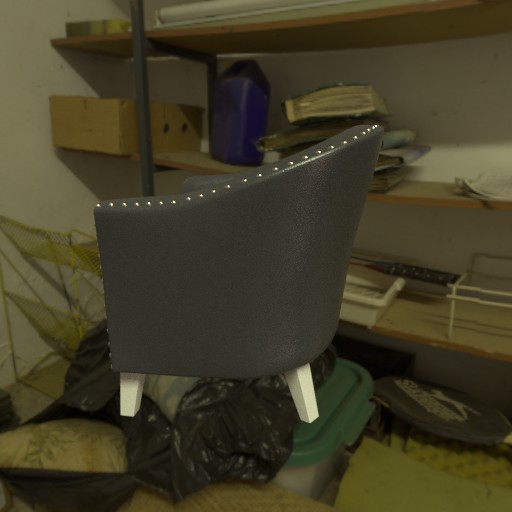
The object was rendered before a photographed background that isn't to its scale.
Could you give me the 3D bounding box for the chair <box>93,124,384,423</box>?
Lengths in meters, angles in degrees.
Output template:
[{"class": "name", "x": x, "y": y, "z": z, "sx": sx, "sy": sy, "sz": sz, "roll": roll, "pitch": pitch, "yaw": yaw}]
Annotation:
[{"class": "chair", "x": 0.000, "y": 0.000, "z": 1.453, "sx": 0.748, "sy": 0.823, "sz": 0.794, "roll": 2, "pitch": 15, "yaw": 9}]
